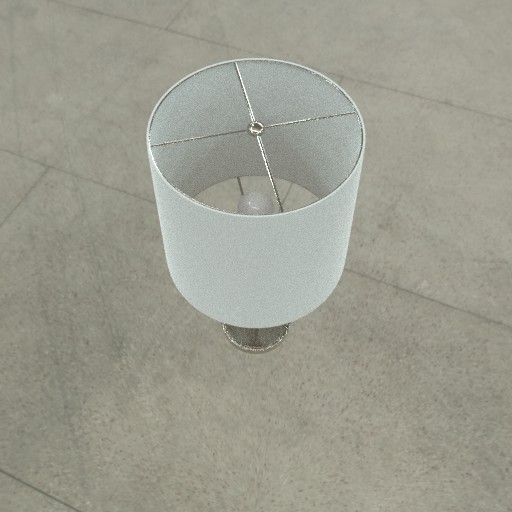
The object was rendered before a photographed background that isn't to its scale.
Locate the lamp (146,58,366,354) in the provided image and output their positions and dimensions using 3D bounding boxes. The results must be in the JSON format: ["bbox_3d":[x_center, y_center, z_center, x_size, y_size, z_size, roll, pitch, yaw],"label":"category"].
[{"bbox_3d":[0.000,0.000,0.788,0.303,0.618,0.303,0,60,0],"label":"lamp"}]
